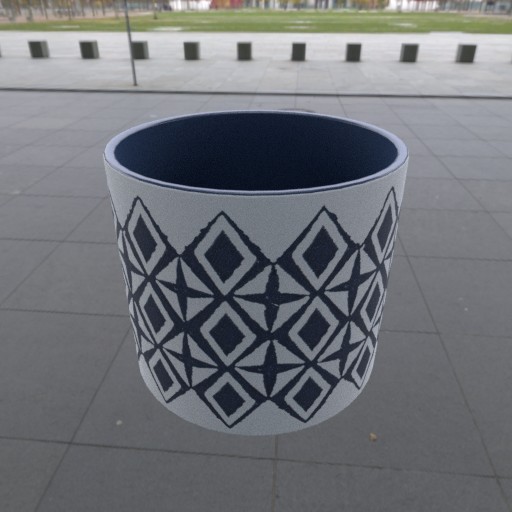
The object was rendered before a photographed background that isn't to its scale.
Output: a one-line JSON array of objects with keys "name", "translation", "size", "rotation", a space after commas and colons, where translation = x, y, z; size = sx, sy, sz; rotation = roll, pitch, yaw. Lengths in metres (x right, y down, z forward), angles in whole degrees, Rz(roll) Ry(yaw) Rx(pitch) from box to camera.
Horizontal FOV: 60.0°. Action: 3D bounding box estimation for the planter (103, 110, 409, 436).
[{"name": "planter", "translation": [0.000, 0.000, 0.386], "size": [0.224, 0.203, 0.224], "rotation": [0, 29, 0]}]
